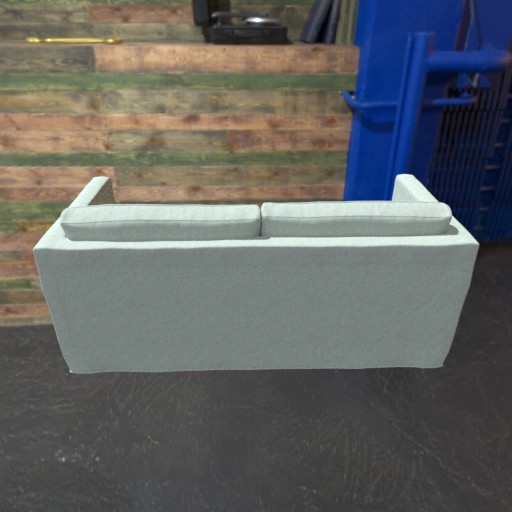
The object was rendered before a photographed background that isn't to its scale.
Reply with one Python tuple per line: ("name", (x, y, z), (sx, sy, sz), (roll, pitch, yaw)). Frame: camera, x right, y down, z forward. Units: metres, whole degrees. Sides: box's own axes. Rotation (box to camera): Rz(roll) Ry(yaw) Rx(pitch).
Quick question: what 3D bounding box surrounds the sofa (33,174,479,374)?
("sofa", (0.000, 0.000, 2.464), (1.987, 0.870, 0.940), (-1, 30, -1))
